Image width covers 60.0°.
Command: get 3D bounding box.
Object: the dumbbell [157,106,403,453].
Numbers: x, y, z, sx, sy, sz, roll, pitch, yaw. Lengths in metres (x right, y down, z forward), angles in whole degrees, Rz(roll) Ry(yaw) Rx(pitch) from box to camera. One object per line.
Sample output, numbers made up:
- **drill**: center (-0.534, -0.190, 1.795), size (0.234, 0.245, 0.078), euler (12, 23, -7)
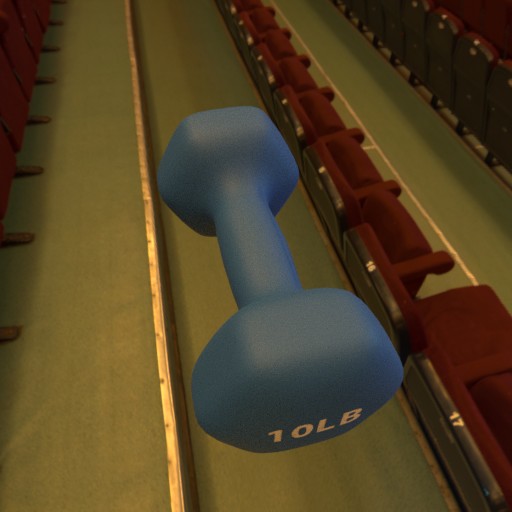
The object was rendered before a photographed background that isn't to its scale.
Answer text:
- **dumbbell**: center (0.000, 0.000, 0.265), size (0.103, 0.093, 0.212), euler (-10, 48, -9)
